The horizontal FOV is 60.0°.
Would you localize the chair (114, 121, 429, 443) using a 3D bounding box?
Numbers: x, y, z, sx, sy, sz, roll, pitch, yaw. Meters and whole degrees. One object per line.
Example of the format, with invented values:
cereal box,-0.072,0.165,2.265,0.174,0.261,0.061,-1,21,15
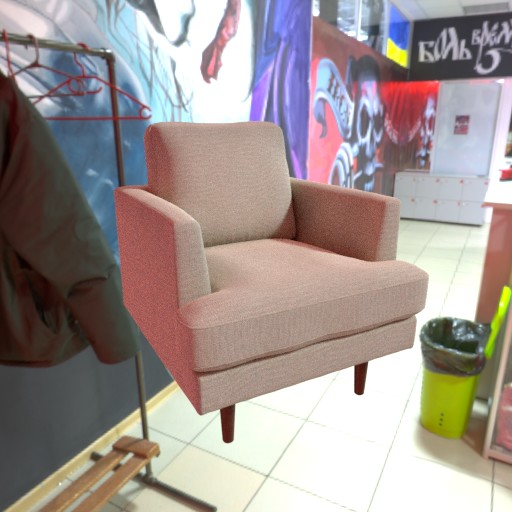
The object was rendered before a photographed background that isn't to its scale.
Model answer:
chair,0.000,0.000,1.634,0.858,0.957,0.899,-9,19,-27
